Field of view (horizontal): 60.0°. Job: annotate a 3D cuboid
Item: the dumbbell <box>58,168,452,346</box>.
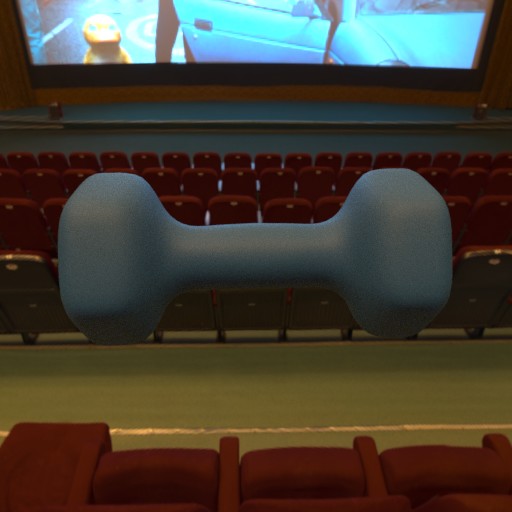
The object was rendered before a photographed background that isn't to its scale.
[{"bbox_3d":[0.000,0.000,0.263,0.212,0.093,0.103,-1,30,-2],"label":"dumbbell"}]
